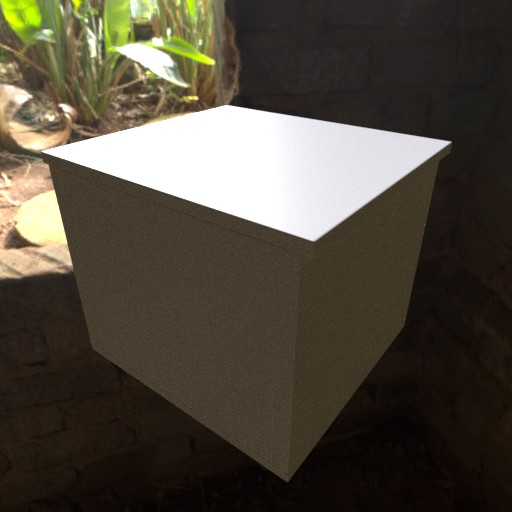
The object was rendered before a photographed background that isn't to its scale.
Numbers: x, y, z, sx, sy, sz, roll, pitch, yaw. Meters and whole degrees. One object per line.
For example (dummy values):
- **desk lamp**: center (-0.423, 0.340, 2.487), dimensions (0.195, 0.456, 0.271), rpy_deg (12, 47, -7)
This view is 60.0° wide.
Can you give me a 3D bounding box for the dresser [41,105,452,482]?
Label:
- **dresser**: center (0.000, 0.000, 0.715), dimensions (0.430, 0.360, 0.400), rpy_deg (21, 36, 32)
